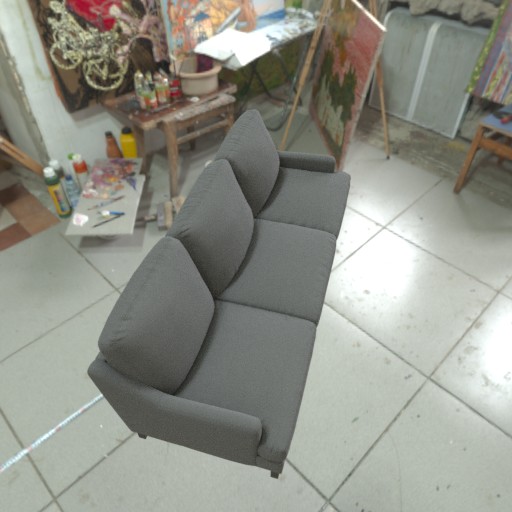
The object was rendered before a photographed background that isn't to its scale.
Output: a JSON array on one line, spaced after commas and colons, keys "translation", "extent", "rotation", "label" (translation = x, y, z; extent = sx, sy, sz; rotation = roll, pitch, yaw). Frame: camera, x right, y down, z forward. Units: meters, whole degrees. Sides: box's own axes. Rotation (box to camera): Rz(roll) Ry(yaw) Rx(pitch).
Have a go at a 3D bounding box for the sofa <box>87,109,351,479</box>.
[{"translation": [0.000, 0.000, 2.896], "extent": [0.987, 0.926, 2.344], "rotation": [12, 47, 11], "label": "sofa"}]
